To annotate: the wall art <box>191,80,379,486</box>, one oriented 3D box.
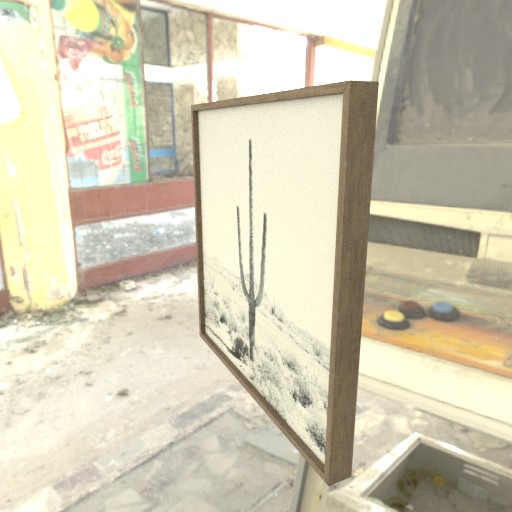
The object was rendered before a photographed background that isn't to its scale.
[{"bbox_3d":[0.000,0.000,0.751,0.038,0.508,0.508,-8,17,-26],"label":"wall art"}]
